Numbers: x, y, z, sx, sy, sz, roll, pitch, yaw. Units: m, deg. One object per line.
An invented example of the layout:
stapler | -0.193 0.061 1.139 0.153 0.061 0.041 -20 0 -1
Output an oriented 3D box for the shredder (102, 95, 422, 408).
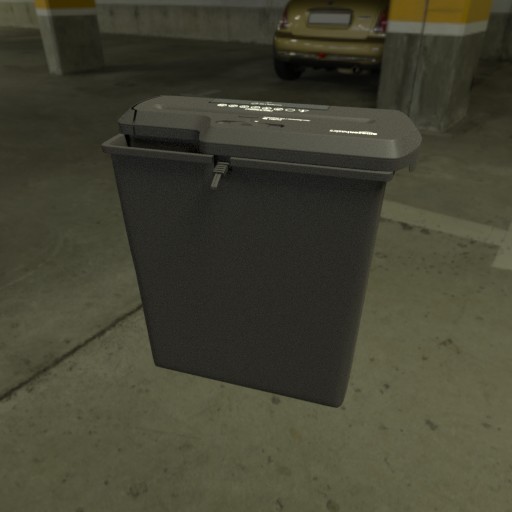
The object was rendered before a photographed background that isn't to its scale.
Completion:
shredder | 0.000 0.000 0.525 0.320 0.335 0.170 9 32 14
